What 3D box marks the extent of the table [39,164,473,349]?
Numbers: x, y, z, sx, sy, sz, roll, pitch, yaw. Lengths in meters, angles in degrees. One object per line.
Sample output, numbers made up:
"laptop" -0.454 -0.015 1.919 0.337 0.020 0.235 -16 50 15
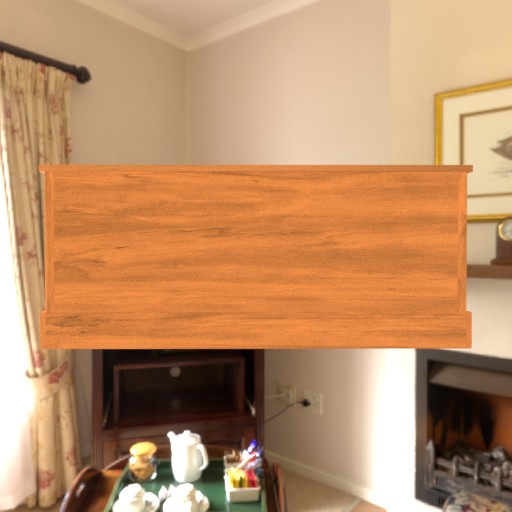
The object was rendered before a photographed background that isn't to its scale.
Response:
"table" 0.000 0.000 1.428 1.200 0.510 0.400 0 1 0
